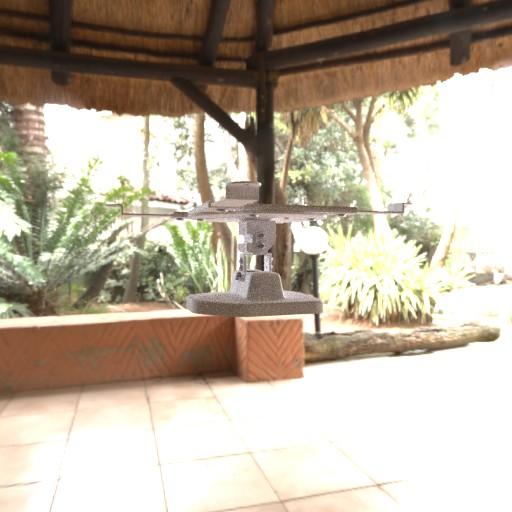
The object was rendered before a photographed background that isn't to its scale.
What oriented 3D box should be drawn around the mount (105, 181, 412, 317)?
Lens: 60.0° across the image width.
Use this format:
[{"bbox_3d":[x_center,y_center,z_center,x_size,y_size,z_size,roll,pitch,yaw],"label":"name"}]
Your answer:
[{"bbox_3d":[0.000,0.000,0.608,0.394,0.141,0.394,0,1,-18],"label":"mount"}]
